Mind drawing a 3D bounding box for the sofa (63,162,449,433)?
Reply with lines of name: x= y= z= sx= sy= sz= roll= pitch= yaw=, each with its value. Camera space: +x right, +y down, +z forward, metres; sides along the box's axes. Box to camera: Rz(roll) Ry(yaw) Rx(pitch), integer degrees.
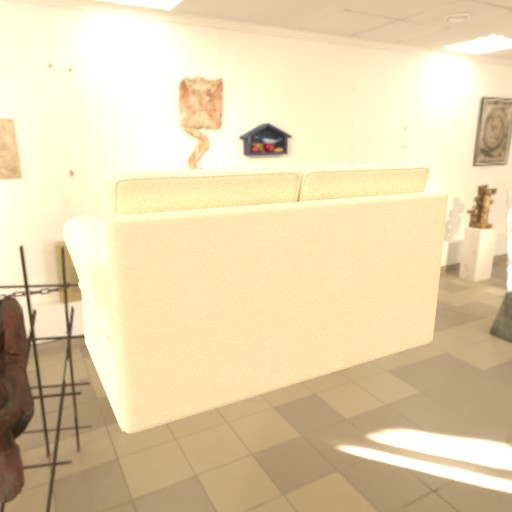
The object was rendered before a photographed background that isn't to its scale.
sofa: x=0.000 y=0.000 z=2.286 sx=1.727 sy=0.940 sz=0.991 roll=-8 pitch=16 yaw=-28
